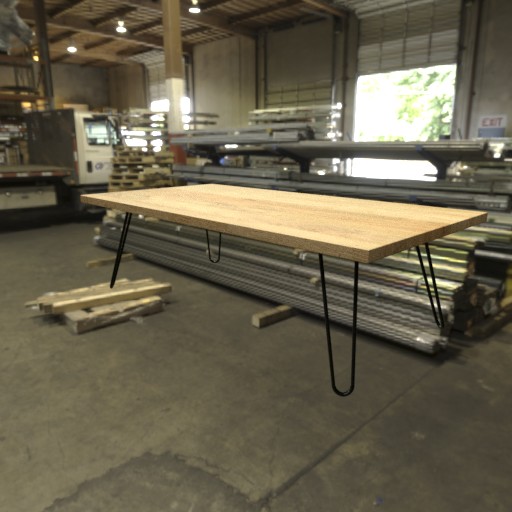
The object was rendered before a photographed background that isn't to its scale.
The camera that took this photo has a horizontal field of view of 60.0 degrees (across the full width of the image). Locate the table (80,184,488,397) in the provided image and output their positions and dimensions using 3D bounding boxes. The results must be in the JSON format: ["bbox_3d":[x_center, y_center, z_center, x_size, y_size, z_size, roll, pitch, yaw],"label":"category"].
[{"bbox_3d":[0.000,0.000,1.654,1.348,0.400,0.699,14,20,43],"label":"table"}]
